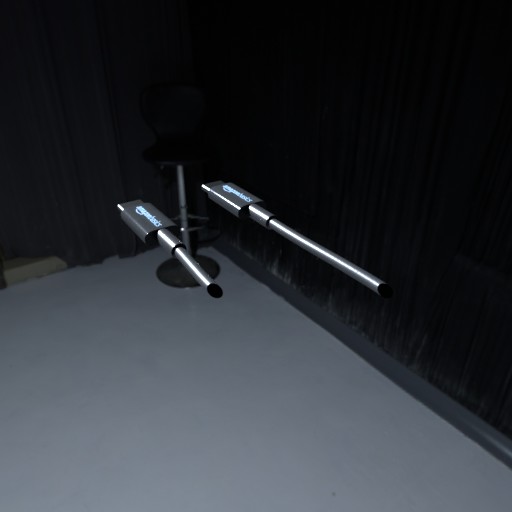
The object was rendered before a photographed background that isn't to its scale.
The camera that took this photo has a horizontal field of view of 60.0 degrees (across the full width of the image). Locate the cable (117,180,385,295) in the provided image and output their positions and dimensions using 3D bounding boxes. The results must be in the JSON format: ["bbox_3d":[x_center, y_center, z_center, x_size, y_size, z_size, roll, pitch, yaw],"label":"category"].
[{"bbox_3d":[0.000,0.000,0.113,0.041,0.005,0.098,-19,35,-29],"label":"cable"}]
